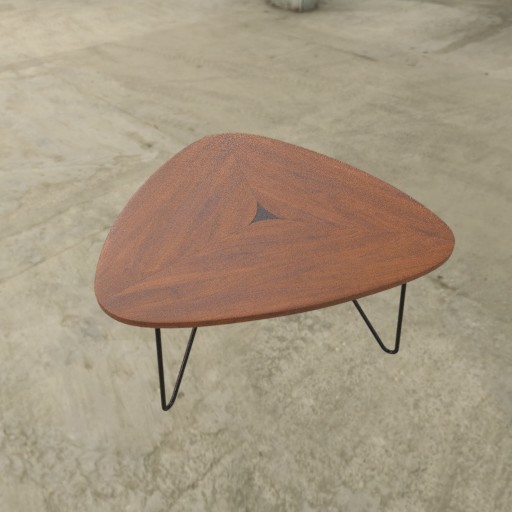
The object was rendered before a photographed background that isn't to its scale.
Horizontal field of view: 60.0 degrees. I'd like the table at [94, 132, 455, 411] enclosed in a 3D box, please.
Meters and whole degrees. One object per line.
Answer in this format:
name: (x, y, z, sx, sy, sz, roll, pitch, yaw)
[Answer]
table: (0.000, 0.000, 1.313, 0.833, 0.413, 0.821, -10, 41, -12)
